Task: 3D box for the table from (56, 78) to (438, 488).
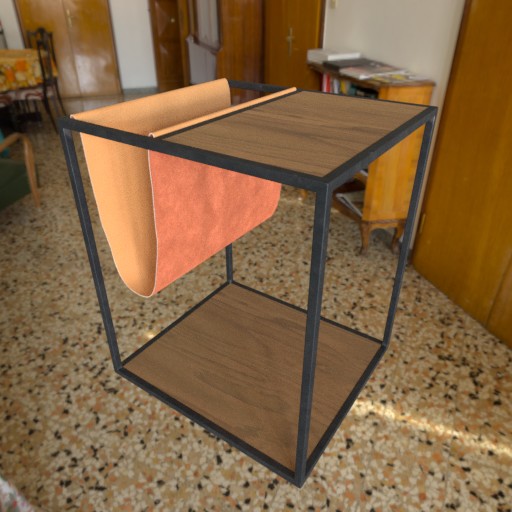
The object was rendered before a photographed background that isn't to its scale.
[{"bbox_3d":[0.000,0.000,0.829,0.450,0.536,0.399,20,37,29],"label":"table"}]
